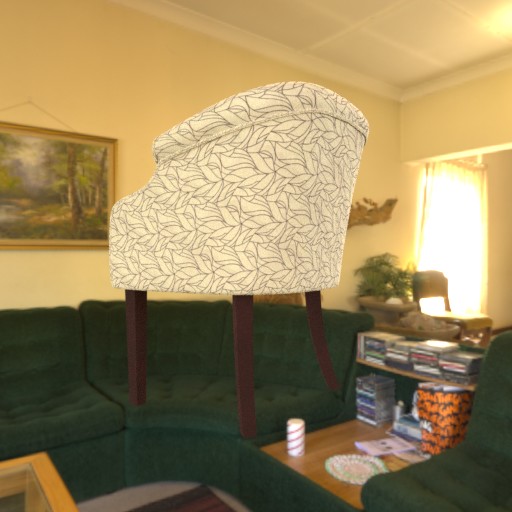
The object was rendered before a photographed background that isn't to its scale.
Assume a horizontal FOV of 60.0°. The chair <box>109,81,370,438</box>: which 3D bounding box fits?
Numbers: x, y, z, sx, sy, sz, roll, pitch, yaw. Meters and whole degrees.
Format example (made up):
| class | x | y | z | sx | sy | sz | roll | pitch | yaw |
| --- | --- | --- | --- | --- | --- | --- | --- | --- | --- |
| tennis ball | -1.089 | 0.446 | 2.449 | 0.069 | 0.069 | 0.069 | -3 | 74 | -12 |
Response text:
| class | x | y | z | sx | sy | sz | roll | pitch | yaw |
| --- | --- | --- | --- | --- | --- | --- | --- | --- | --- |
| chair | 0.000 | 0.000 | 1.335 | 0.613 | 0.858 | 0.686 | 0 | 1 | 37 |
